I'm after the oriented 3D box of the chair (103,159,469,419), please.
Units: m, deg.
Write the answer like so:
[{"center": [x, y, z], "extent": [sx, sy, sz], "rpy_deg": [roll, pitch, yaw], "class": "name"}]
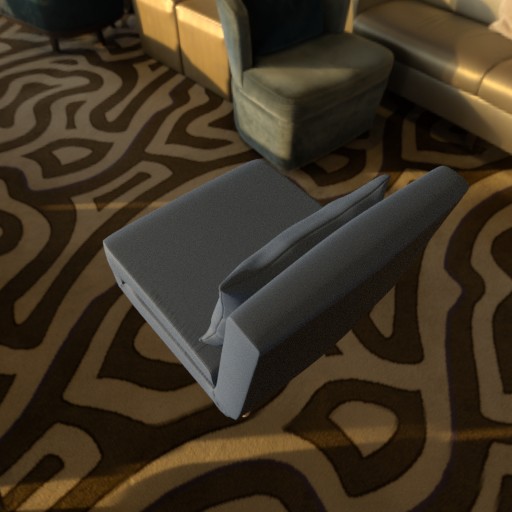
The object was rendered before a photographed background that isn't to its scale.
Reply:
[{"center": [0.000, 0.000, 1.518], "extent": [0.770, 0.808, 0.900], "rpy_deg": [-33, 57, -26], "class": "chair"}]
